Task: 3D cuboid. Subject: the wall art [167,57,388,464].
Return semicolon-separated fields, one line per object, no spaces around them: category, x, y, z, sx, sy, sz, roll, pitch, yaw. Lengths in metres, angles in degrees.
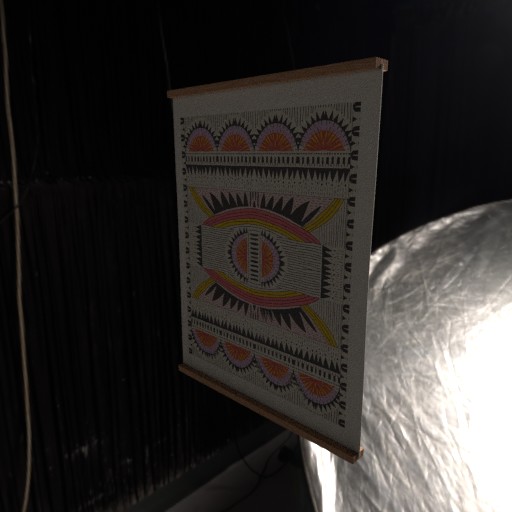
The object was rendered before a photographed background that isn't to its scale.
wall art;0.000;0.000;0.702;0.403;0.527;0.028;12;18;42
